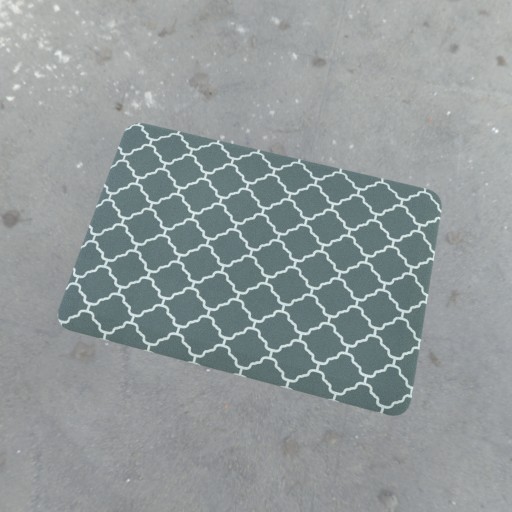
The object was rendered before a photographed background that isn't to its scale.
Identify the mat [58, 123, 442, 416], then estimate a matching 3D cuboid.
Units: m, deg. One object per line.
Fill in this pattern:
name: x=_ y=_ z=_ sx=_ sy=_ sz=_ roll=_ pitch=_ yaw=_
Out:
mat: x=0.000 y=0.000 z=0.972 sx=0.762 sy=0.021 sz=0.508 roll=14 pitch=76 yaw=4
